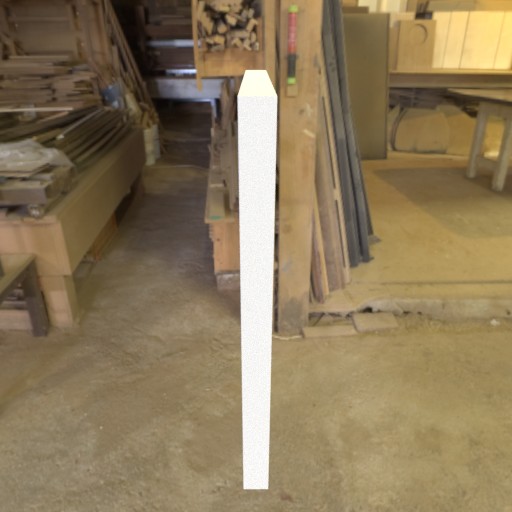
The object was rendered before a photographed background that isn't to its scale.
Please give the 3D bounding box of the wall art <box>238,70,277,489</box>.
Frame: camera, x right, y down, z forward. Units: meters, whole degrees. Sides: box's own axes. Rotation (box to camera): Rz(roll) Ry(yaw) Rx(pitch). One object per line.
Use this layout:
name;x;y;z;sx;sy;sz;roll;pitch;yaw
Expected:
wall art;0.000;0.000;0.743;0.039;0.553;0.451;0;26;0
